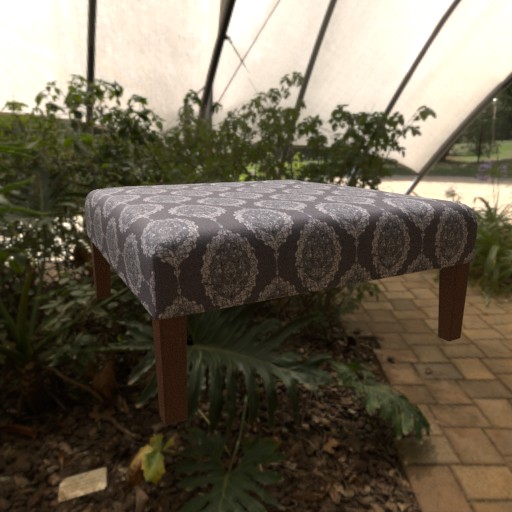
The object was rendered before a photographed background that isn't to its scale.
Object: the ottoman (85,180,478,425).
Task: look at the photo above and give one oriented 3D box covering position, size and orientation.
[{"bbox_3d":[0.000,0.000,1.396,0.889,0.409,0.890,-8,16,-27],"label":"ottoman"}]
